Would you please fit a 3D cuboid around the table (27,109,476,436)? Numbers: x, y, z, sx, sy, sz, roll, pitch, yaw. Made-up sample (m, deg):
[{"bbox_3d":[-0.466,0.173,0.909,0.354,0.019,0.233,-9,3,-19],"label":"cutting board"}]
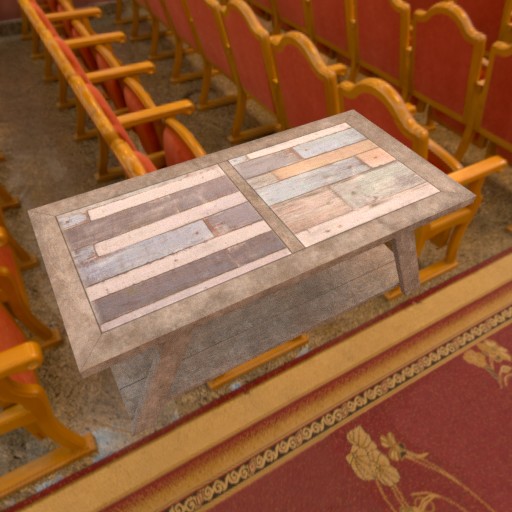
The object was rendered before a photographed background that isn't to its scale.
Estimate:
[{"bbox_3d":[0.000,0.000,1.514,1.219,0.470,0.610,-22,51,-20],"label":"table"}]
